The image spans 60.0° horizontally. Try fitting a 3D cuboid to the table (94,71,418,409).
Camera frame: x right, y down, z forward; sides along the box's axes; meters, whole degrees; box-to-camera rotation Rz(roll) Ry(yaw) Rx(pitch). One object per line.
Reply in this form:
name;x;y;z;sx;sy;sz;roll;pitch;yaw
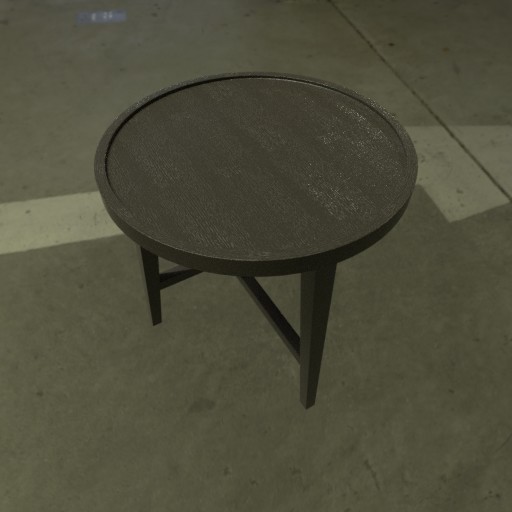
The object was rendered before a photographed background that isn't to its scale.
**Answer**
table;0.000;0.000;0.899;0.500;0.531;0.500;0;48;0
